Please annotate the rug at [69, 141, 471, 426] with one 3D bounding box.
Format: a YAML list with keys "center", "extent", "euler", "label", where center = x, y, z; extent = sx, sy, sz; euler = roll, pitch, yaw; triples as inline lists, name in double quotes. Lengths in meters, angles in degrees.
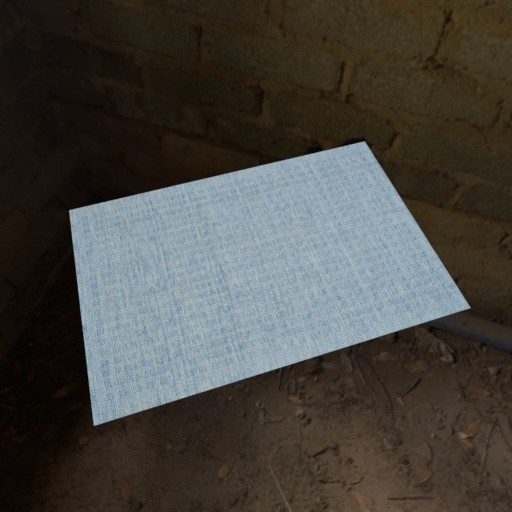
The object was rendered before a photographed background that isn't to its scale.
- center: [0.000, 0.000, 2.929]
  extent: [2.286, 0.006, 1.522]
  euler: [-15, 59, -9]
  label: "rug"
